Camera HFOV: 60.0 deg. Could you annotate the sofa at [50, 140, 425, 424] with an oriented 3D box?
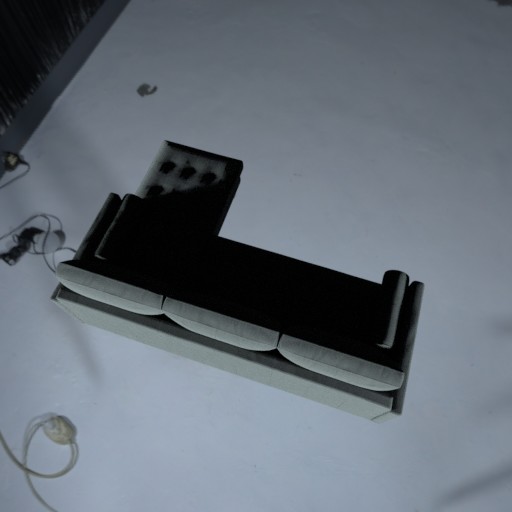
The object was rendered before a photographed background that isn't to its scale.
[{"bbox_3d":[0.000,0.000,3.014,2.178,0.876,1.506,17,65,8],"label":"sofa"}]
